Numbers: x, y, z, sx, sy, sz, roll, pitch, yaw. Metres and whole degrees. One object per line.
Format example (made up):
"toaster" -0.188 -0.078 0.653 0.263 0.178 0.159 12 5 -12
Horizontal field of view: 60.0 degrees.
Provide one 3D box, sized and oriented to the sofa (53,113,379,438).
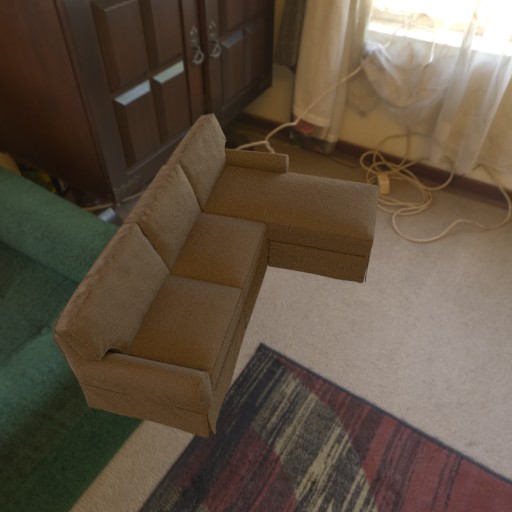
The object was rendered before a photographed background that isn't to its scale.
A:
"sofa" 0.000 0.000 3.319 1.733 0.978 2.475 10 46 10
